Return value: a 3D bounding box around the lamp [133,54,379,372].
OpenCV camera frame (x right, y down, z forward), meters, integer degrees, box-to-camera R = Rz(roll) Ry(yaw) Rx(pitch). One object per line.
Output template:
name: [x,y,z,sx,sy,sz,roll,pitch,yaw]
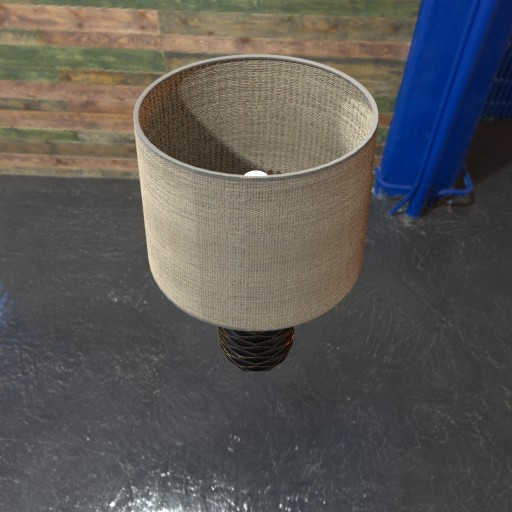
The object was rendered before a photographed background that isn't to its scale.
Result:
lamp: [0.000,0.000,0.812,0.376,0.594,0.376,0,47,0]
